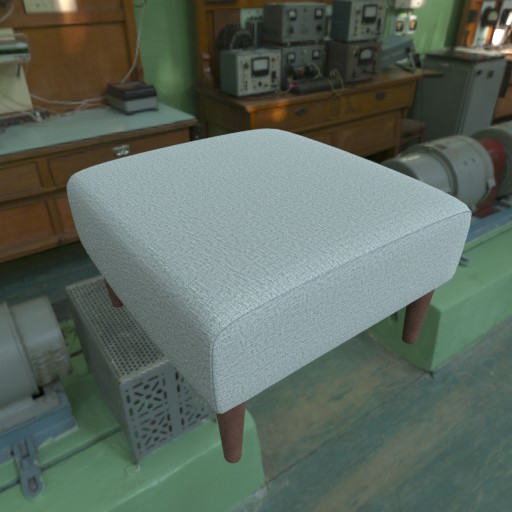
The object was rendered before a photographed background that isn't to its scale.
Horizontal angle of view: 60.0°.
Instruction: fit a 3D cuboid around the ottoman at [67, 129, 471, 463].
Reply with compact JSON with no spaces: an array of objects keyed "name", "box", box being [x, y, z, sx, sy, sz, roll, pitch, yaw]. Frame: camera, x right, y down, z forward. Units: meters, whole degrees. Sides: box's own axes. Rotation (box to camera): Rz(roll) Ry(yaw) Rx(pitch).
[{"name":"ottoman","box":[0.000,0.000,1.030,0.649,0.398,0.650,-22,39,-30]}]
